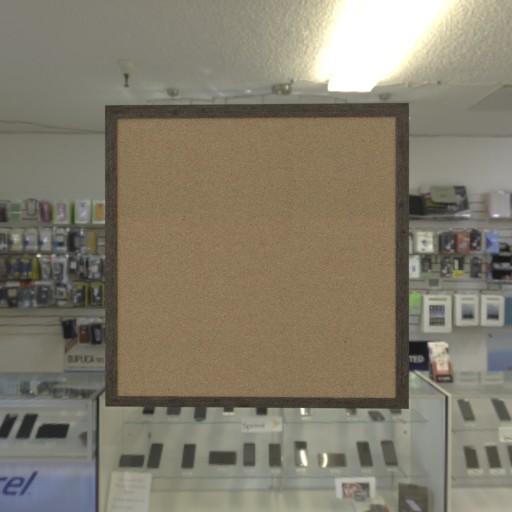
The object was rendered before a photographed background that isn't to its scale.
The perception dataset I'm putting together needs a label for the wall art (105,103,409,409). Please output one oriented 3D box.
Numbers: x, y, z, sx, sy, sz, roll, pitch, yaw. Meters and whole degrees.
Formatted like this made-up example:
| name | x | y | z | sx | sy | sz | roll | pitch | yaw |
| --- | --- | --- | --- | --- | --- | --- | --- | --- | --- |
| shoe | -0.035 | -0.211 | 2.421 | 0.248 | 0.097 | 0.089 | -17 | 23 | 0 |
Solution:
| name | x | y | z | sx | sy | sz | roll | pitch | yaw |
| --- | --- | --- | --- | --- | --- | --- | --- | --- | --- |
| wall art | 0.000 | 0.000 | 0.673 | 0.457 | 0.457 | 0.013 | 0 | 0 | 1 |
